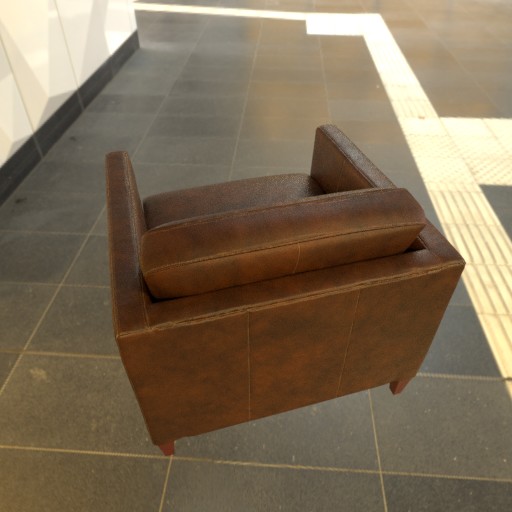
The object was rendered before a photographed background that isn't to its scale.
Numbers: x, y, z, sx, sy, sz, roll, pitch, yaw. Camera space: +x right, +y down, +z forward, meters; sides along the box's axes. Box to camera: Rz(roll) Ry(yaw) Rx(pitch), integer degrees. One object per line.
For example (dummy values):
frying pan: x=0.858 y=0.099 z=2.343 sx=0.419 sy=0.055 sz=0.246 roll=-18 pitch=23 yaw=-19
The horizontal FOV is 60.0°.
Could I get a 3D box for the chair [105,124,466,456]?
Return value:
chair: x=0.000 y=0.000 z=1.690 sx=0.990 sy=0.864 sz=0.975 roll=-11 pitch=42 yaw=-12
